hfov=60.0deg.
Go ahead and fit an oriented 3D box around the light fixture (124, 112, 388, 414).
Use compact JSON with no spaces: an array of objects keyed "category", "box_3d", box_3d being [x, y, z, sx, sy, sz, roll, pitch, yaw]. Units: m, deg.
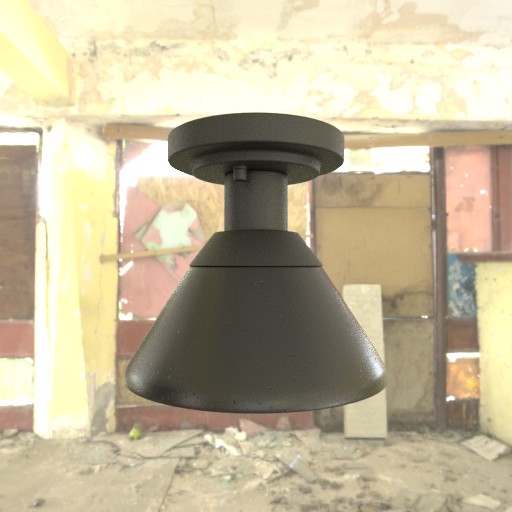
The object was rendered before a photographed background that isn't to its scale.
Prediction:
[{"category":"light fixture","box_3d":[0.000,0.000,0.353,0.200,0.183,0.200,0,-1,0]}]
